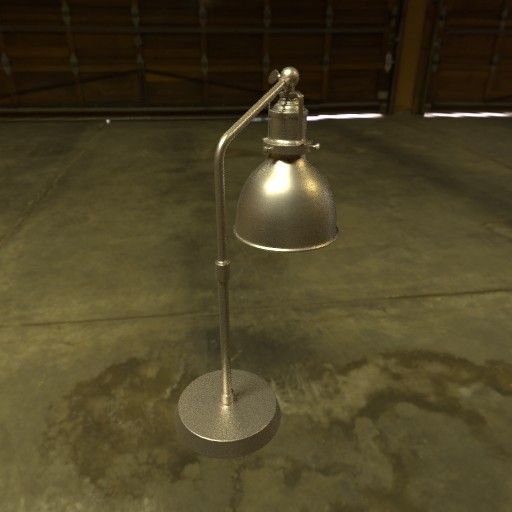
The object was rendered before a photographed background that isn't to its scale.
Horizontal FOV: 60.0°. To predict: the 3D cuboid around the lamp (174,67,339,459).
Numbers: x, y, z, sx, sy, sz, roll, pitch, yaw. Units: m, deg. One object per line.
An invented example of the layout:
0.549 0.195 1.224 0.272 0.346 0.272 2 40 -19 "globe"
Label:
0.000 0.000 0.587 0.153 0.456 0.286 19 31 33 "lamp"
